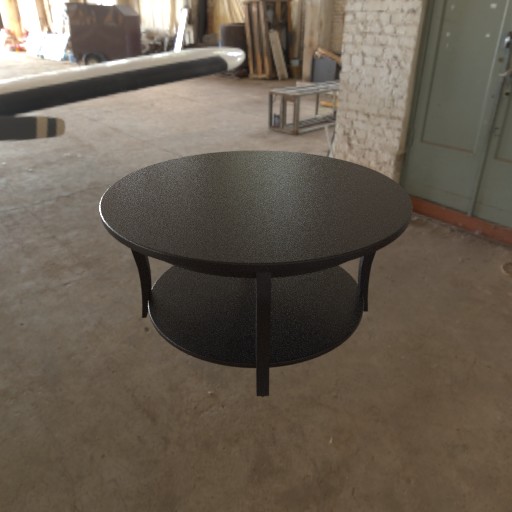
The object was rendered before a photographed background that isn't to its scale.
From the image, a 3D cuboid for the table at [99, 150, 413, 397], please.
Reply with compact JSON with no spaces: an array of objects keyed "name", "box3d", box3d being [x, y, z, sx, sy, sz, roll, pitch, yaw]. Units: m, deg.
[{"name":"table","box3d":[0.000,0.000,1.462,0.914,0.457,0.914,0,28,0]}]
